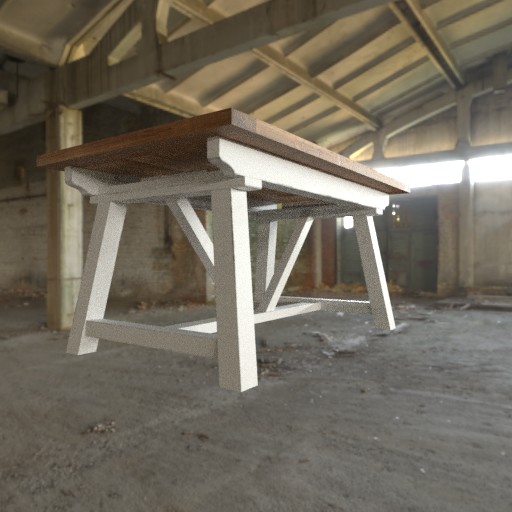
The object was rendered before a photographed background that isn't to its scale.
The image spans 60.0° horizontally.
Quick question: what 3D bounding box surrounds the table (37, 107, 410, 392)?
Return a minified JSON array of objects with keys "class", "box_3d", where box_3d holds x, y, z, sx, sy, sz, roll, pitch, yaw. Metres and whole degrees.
[{"class":"table","box_3d":[0.000,0.000,1.985,0.922,0.743,1.503,0,0,35]}]
